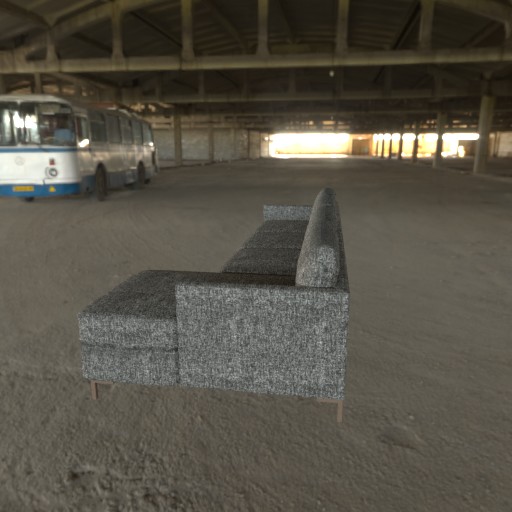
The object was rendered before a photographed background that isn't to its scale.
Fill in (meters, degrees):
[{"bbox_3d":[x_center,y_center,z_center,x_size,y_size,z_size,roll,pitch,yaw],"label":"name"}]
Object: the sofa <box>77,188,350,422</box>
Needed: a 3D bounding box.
[{"bbox_3d":[0.000,0.000,3.944,1.488,0.970,3.384,2,14,9],"label":"sofa"}]
